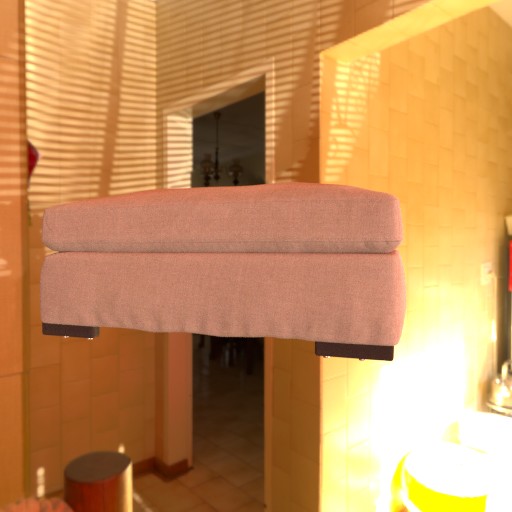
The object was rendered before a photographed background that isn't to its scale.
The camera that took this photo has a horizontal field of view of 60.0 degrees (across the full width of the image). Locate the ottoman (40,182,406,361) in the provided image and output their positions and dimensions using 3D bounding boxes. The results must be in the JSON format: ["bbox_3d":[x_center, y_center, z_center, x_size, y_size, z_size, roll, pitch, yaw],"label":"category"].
[{"bbox_3d":[0.000,0.000,1.838,1.171,0.517,1.203,0,1,18],"label":"ottoman"}]
